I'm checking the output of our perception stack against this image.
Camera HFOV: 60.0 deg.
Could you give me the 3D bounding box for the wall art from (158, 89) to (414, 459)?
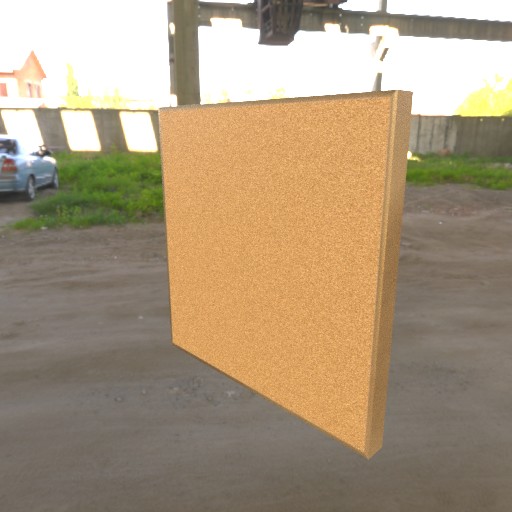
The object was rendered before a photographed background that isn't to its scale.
[{"bbox_3d":[0.000,0.000,0.772,0.038,0.511,0.513,-14,21,-42],"label":"wall art"}]
